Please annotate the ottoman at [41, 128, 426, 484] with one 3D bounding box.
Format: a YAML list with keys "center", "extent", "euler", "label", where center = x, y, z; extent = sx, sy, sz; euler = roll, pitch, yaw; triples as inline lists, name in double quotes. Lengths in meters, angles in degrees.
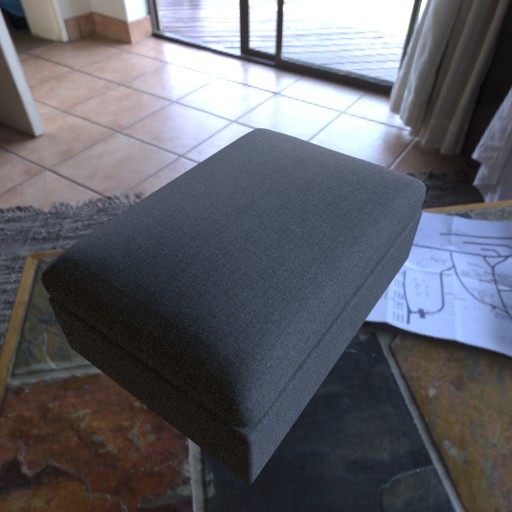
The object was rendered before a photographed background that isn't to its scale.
- center: [0.000, 0.000, 1.418]
  extent: [0.711, 0.483, 1.041]
  euler: [26, 49, 26]
  label: "ottoman"
